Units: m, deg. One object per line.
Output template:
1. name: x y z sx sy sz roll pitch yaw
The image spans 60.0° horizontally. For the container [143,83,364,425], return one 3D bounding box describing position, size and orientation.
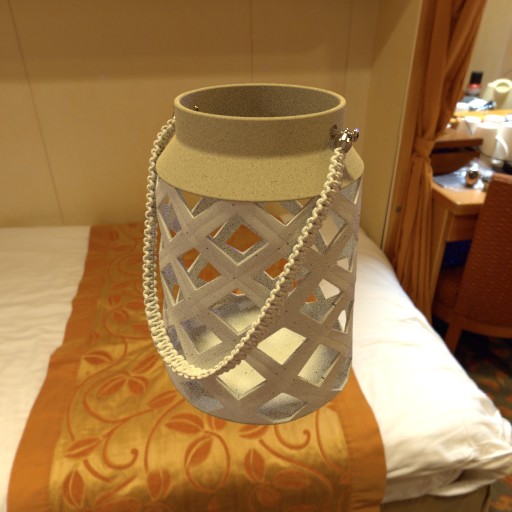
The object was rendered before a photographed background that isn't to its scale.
1. container: 0.000 0.000 0.389 0.188 0.264 0.198 19 35 28
